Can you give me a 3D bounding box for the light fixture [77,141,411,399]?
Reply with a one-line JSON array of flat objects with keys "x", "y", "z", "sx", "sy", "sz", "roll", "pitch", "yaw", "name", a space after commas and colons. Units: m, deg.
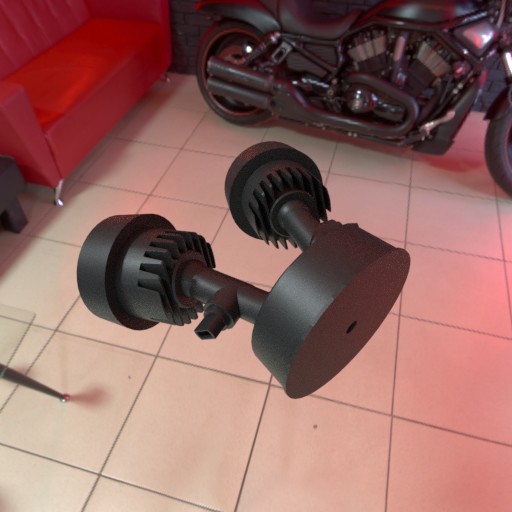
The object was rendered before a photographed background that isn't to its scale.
[{"x": 0.000, "y": 0.000, "z": 0.307, "sx": 0.213, "sy": 0.120, "sz": 0.168, "roll": -33, "pitch": 55, "yaw": -27, "name": "light fixture"}]
